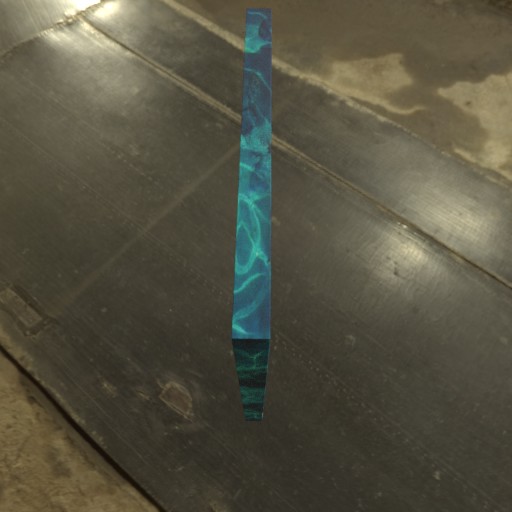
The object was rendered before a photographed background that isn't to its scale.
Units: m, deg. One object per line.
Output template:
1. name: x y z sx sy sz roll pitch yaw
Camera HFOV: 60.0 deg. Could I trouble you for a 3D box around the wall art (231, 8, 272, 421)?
1. wall art: 0.000 0.000 0.829 0.038 0.635 0.508 1 63 1
